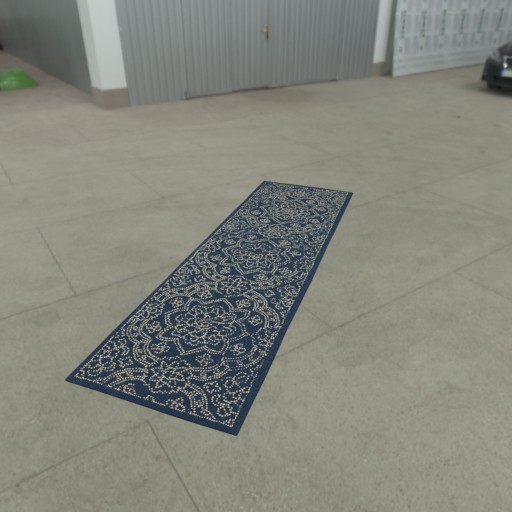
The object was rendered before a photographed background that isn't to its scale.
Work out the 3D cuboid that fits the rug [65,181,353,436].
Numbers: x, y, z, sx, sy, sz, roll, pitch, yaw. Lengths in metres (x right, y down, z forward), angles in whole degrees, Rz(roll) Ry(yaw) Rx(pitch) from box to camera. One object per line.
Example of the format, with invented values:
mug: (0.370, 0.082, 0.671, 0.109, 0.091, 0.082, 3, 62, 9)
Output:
rug: (0.000, 0.000, 2.689, 0.769, 0.012, 2.448, 11, 32, 18)
